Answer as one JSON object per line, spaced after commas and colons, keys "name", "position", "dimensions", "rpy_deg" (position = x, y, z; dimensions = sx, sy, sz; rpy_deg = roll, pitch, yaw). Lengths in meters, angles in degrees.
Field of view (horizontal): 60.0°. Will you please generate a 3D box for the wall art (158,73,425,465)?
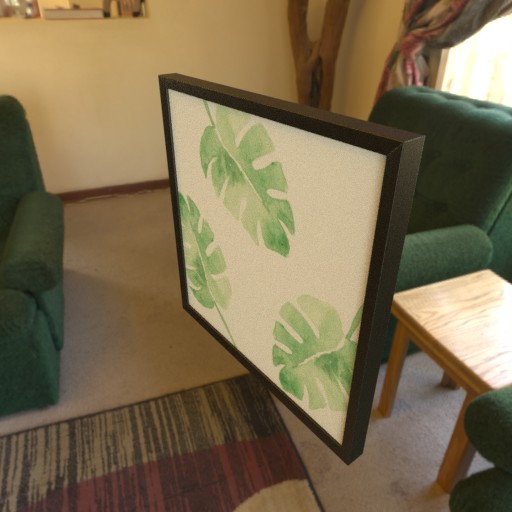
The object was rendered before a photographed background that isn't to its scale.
{"name": "wall art", "position": [0.000, 0.000, 0.738], "dimensions": [0.036, 0.508, 0.508], "rpy_deg": [-22, 37, -32]}
